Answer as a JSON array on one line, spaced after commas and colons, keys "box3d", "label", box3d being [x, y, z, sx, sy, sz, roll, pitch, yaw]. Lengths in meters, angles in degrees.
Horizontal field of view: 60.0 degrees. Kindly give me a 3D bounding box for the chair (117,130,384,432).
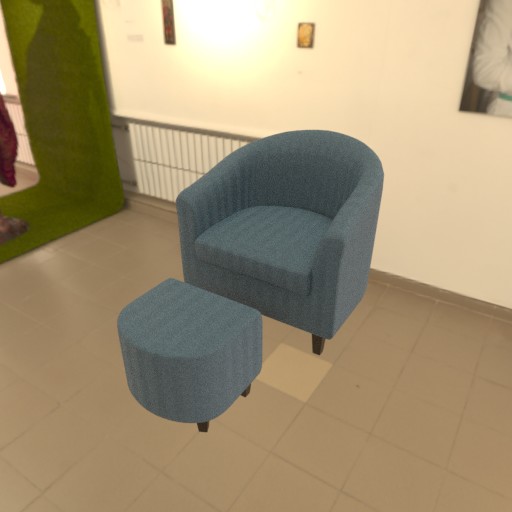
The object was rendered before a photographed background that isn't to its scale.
[{"box3d": [0.000, 0.000, 1.783, 0.756, 0.757, 1.288, 17, 33, 28], "label": "chair"}]
